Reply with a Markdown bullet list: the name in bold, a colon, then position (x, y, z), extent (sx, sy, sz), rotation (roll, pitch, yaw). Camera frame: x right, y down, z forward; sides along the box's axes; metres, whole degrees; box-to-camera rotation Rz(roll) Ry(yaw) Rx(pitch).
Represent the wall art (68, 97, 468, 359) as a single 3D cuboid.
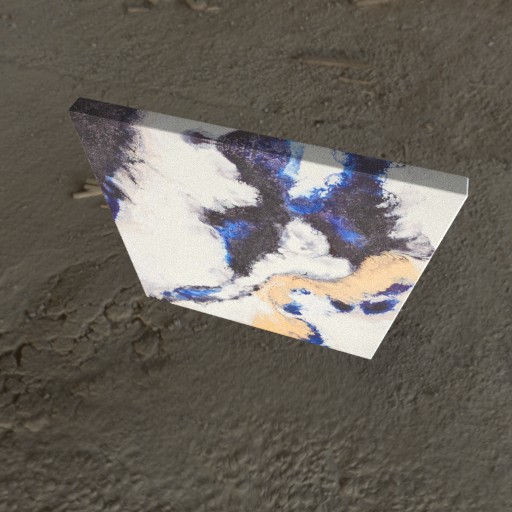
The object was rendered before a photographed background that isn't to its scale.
- **wall art**: position (0.000, 0.000, 0.908), extent (0.609, 0.609, 0.039), rotation (14, 57, 9)
